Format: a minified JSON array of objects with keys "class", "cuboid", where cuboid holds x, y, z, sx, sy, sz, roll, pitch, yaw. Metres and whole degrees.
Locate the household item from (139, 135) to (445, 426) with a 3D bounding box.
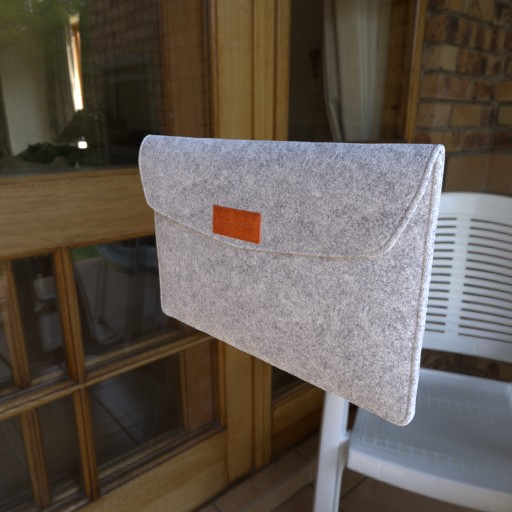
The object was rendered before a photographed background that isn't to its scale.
[{"class":"household item","cuboid":[0.000,0.000,0.430,0.335,0.221,0.057,15,22,41]}]
